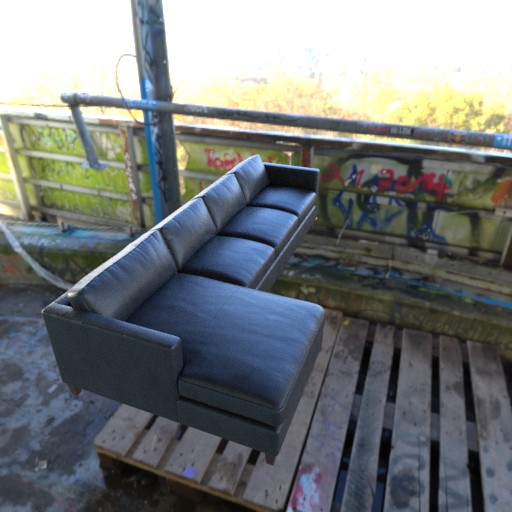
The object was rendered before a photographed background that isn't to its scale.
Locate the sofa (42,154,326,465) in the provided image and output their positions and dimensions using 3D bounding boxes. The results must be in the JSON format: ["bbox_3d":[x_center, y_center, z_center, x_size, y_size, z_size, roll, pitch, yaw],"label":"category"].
[{"bbox_3d":[0.000,0.000,3.893,1.581,0.883,3.203,11,32,19],"label":"sofa"}]
